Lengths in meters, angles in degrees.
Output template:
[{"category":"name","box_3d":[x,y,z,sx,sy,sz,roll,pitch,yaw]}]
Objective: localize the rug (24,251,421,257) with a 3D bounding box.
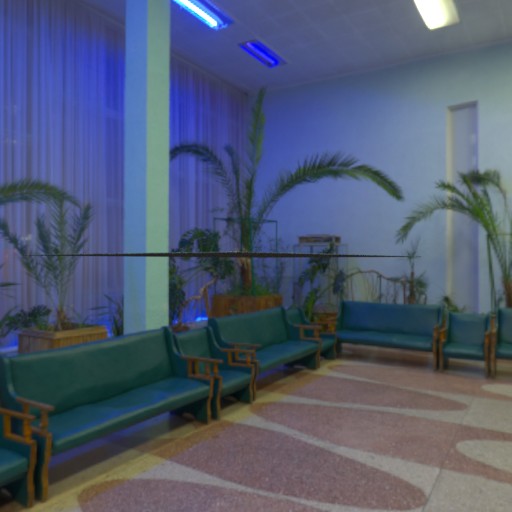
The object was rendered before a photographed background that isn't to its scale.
[{"category":"rug","box_3d":[0.000,0.000,4.241,2.190,0.008,3.371,0,-1,36]}]
